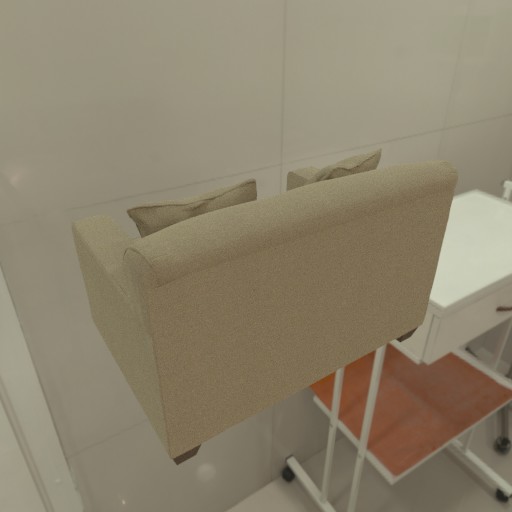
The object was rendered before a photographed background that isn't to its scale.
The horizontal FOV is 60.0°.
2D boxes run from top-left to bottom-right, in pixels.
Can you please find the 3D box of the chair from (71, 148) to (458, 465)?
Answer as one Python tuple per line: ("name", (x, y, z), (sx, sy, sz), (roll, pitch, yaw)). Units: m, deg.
("chair", (0.000, 0.000, 2.033), (1.383, 0.948, 1.000), (-18, 35, -29))
